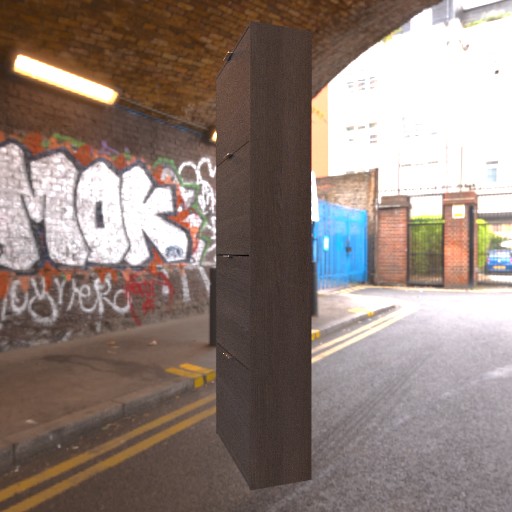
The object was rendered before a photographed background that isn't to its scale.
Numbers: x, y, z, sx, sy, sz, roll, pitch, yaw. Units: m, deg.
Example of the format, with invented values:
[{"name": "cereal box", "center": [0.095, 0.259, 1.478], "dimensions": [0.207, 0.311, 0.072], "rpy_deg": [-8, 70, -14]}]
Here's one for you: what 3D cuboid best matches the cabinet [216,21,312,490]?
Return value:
[{"name": "cabinet", "center": [0.000, 0.000, 1.817], "dimensions": [0.255, 1.630, 0.520], "rpy_deg": [0, 0, -18]}]
